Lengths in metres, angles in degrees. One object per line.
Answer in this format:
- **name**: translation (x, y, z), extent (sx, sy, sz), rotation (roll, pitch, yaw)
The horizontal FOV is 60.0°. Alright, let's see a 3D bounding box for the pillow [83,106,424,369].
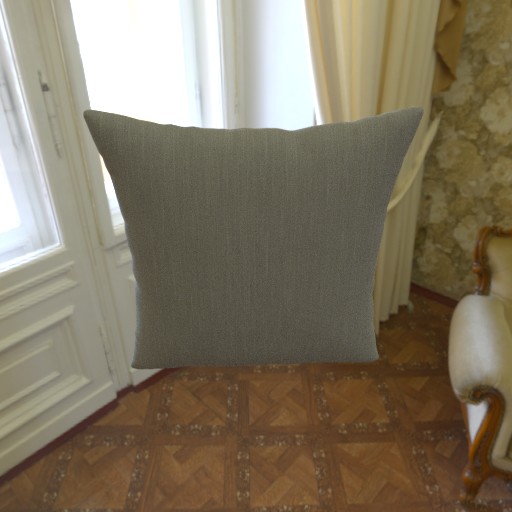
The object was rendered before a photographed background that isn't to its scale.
- **pillow**: translation (0.000, 0.000, 0.788), extent (0.511, 0.509, 0.161), rotation (-1, 30, -2)
